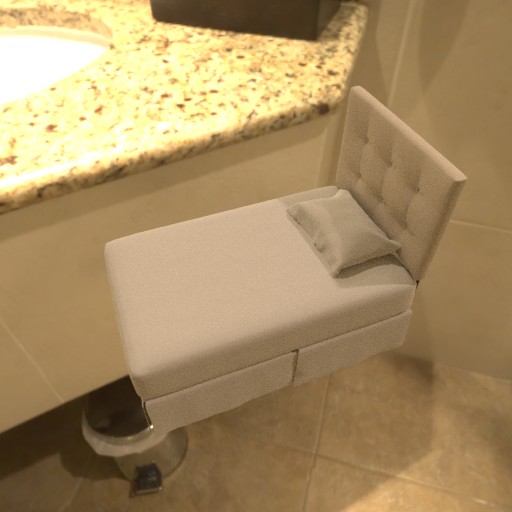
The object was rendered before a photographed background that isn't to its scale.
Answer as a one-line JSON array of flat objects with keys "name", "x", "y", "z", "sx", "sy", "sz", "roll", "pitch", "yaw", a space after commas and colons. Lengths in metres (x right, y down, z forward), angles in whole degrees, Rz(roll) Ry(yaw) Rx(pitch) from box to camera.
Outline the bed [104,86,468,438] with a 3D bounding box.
[{"name": "bed", "x": 0.000, "y": 0.000, "z": 3.010, "sx": 1.997, "sy": 1.571, "sz": 1.261, "roll": -16, "pitch": 49, "yaw": -14}]
